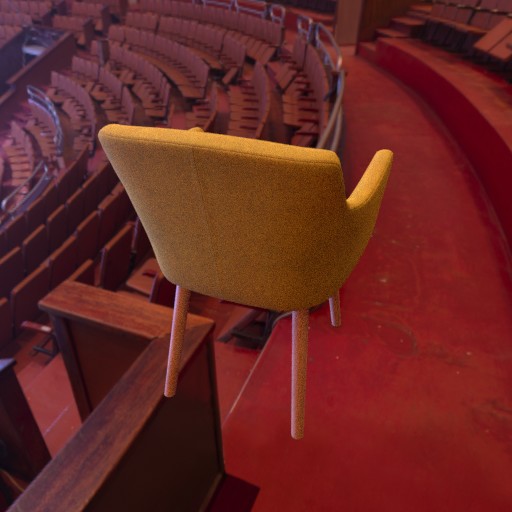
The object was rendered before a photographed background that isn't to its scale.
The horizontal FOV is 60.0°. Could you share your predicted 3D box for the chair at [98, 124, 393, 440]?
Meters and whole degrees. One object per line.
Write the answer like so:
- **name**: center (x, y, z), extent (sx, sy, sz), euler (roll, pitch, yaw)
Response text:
- **chair**: center (0.000, 0.000, 1.150), extent (0.570, 0.780, 0.570), euler (12, 34, 18)
